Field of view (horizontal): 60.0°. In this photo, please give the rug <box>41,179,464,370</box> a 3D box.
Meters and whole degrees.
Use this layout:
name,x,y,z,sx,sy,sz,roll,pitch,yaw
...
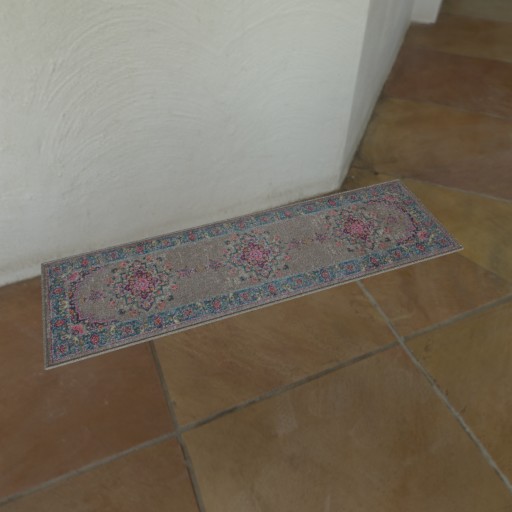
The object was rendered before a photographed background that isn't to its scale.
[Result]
name,x,y,z,sx,sy,sz,roll,pitch,yaw
rug,0.000,0.000,1.994,1.827,0.012,0.553,-15,49,-13
